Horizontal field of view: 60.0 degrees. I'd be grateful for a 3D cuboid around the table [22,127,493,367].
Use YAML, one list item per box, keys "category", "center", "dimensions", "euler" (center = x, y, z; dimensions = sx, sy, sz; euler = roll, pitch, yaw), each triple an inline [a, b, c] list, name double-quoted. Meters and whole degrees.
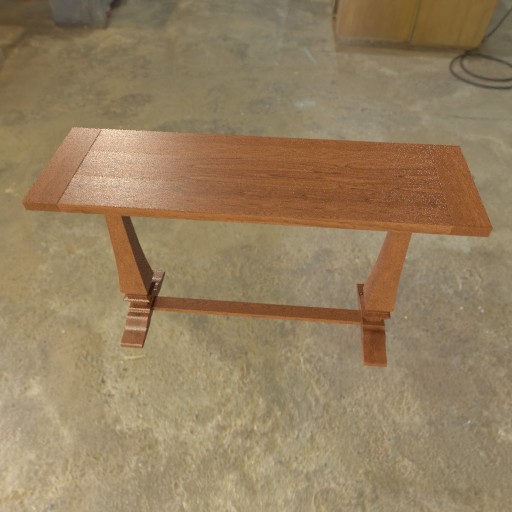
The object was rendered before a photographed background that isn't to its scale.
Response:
- category: "table"
  center: [0.000, 0.000, 1.845]
  dimensions: [1.478, 0.852, 0.461]
  euler: [4, 47, 3]
